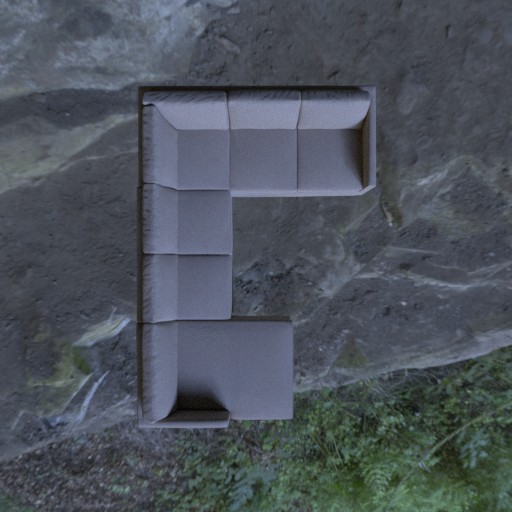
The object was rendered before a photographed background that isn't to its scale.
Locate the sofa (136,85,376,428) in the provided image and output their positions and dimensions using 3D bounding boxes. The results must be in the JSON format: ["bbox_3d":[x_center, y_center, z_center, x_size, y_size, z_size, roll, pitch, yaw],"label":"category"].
[{"bbox_3d":[0.000,0.000,4.733,2.476,0.878,3.528,0,90,0],"label":"sofa"}]
